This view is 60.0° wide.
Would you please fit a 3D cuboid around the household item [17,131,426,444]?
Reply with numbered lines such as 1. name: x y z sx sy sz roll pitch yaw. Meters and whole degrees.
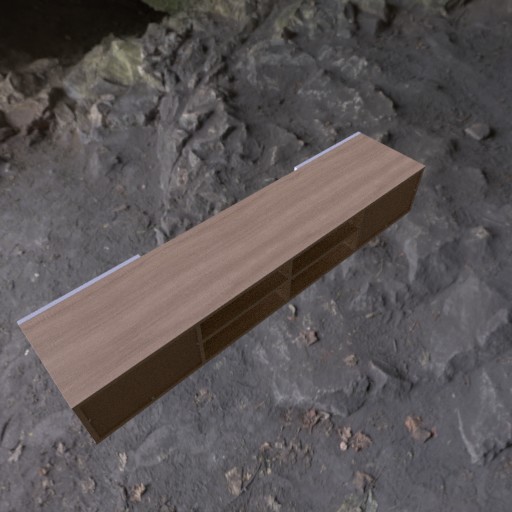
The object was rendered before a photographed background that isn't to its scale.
1. household item: 0.000 0.000 1.966 1.850 0.310 0.420 -33 55 -27
